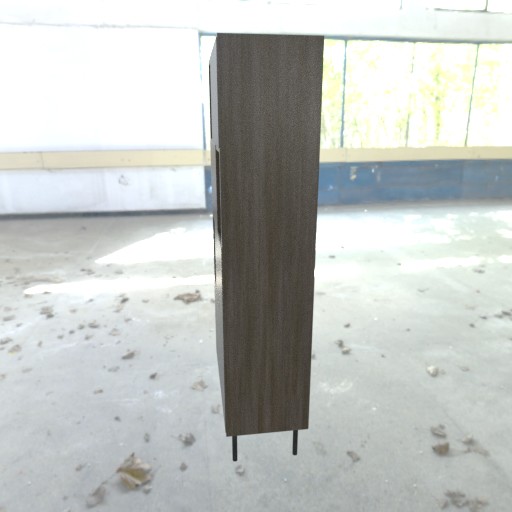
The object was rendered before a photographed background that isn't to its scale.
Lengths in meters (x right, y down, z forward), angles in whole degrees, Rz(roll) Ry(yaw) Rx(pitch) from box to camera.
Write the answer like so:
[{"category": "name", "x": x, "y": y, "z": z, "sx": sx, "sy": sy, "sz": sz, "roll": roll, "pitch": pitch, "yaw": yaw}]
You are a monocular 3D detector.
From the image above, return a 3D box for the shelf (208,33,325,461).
[{"category": "shelf", "x": 0.000, "y": 0.000, "z": 1.826, "sx": 0.323, "sy": 1.545, "sz": 0.670, "roll": -2, "pitch": 17, "yaw": -8}]
